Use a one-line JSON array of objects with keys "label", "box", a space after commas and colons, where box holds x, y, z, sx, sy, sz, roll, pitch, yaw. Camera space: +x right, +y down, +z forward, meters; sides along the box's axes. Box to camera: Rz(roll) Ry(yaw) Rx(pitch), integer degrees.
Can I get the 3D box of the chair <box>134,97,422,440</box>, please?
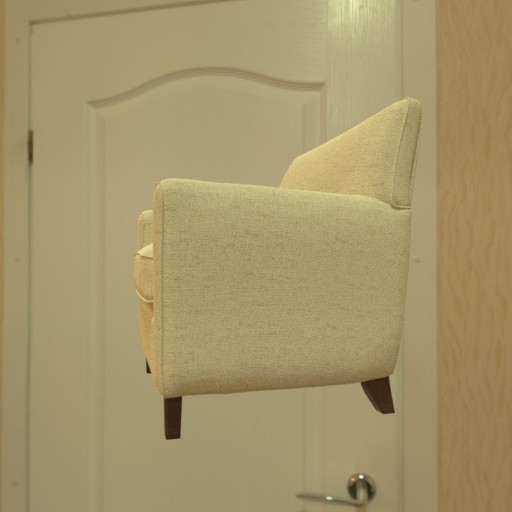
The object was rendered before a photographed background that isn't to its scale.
[{"label": "chair", "box": [0.000, 0.000, 1.578, 0.823, 0.943, 0.870, 0, 0, -18]}]
